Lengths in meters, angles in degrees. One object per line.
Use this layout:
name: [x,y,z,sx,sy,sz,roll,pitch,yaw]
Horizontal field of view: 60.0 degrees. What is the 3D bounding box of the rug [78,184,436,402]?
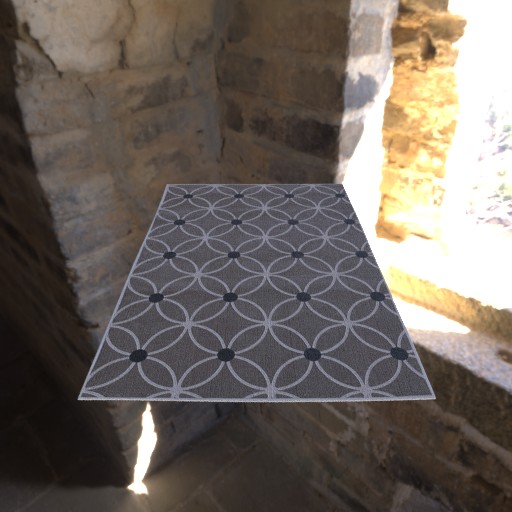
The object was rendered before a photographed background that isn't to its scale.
rug: [0.000,0.000,2.827,1.522,0.008,2.284,0,32,0]
